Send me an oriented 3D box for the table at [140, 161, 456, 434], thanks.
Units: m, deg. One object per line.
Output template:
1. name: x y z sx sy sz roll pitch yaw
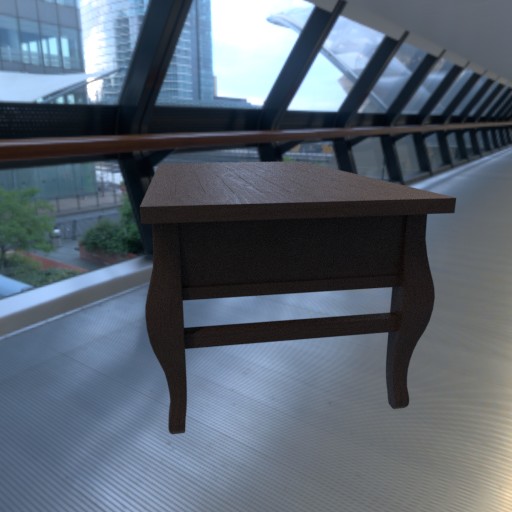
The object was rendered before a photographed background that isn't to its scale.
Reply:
1. table: 0.000 0.000 1.360 0.600 0.494 1.062 -3 16 -10
